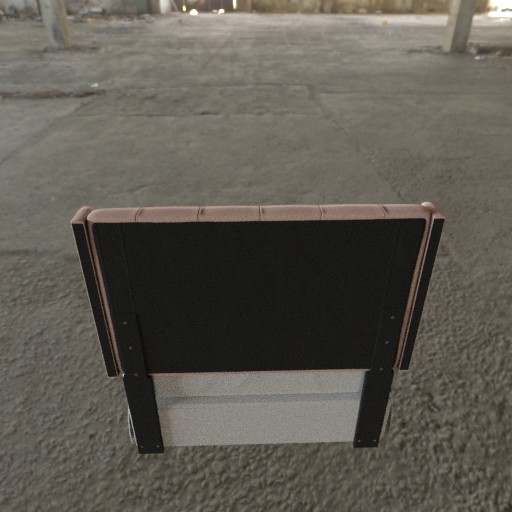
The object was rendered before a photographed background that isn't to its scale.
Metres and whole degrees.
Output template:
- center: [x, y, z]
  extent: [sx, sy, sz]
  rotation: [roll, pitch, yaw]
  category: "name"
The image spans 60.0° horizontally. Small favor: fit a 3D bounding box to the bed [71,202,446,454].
- center: [0.000, 0.000, 3.290]
  extent: [1.719, 1.665, 2.066]
  rotation: [-1, 31, -2]
  category: "bed"
